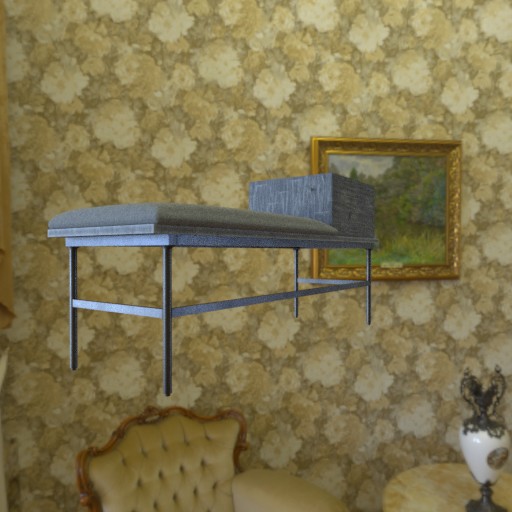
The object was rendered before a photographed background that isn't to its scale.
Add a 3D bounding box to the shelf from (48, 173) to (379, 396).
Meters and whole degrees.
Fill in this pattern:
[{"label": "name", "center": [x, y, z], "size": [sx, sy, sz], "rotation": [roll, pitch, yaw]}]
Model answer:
[{"label": "shelf", "center": [0.000, 0.000, 1.625], "size": [0.457, 0.633, 1.342], "rotation": [0, 1, 36]}]
